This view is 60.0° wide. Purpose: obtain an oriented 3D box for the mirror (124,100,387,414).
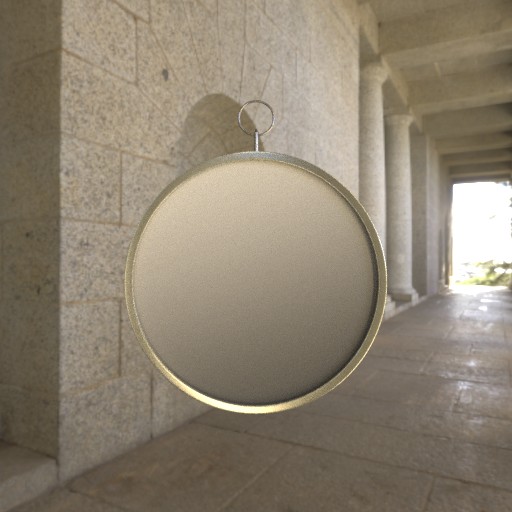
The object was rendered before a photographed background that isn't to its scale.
[{"bbox_3d":[0.000,0.000,1.011,0.594,0.713,0.020,0,-1,-1],"label":"mirror"}]
